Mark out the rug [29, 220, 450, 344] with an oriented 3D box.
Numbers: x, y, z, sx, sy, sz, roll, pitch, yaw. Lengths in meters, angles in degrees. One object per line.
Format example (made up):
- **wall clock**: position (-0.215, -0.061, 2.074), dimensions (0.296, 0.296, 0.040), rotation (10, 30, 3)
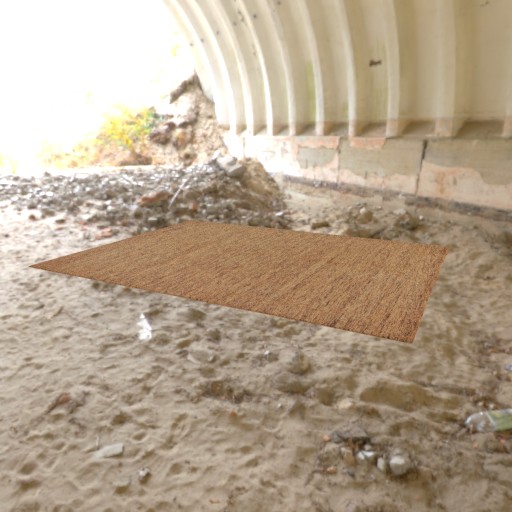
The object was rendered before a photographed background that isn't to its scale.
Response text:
- **rug**: position (0.000, 0.000, 4.192), dimensions (3.200, 0.012, 2.438), rotation (8, 17, 26)
